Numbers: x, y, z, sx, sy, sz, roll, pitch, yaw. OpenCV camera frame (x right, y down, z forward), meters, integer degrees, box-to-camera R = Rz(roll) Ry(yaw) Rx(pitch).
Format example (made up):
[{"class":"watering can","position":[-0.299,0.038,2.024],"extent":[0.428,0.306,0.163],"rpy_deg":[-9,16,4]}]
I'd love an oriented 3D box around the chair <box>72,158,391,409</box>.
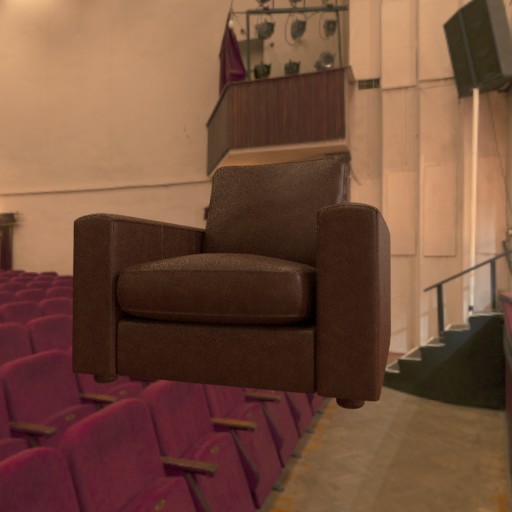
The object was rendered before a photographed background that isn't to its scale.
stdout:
[{"class":"chair","position":[0.000,0.000,1.774],"extent":[1.005,0.873,1.016],"rpy_deg":[0,-1,19]}]
